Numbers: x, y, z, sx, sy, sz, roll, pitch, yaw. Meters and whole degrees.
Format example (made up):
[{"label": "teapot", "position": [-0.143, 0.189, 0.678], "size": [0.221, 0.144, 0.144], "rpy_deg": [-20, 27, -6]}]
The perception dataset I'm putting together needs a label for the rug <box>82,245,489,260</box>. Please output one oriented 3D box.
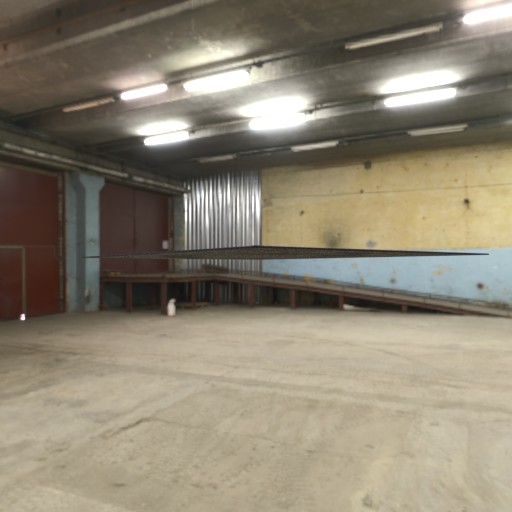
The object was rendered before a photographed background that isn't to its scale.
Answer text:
[{"label": "rug", "position": [0.000, 0.000, 2.899], "size": [1.630, 0.009, 2.232], "rpy_deg": [1, -2, -36]}]
